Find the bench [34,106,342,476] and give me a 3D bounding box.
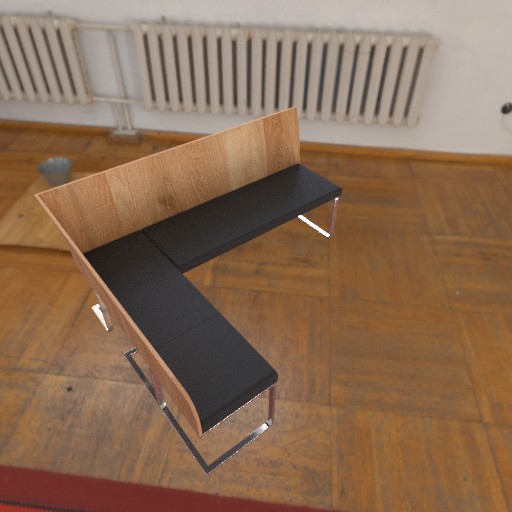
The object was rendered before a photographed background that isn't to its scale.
[{"bbox_3d":[0.000,0.000,2.766,1.945,0.930,1.495,-27,48,-28],"label":"bench"}]
